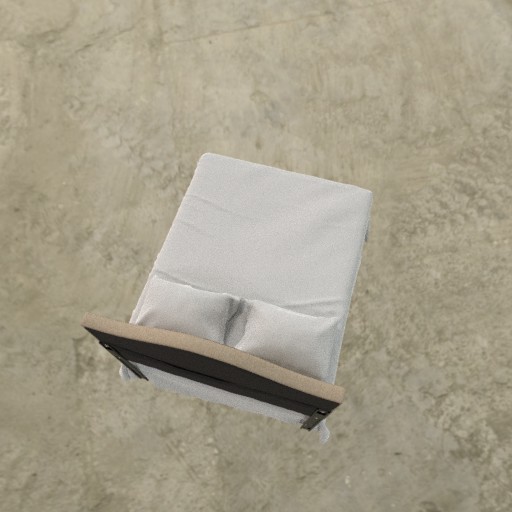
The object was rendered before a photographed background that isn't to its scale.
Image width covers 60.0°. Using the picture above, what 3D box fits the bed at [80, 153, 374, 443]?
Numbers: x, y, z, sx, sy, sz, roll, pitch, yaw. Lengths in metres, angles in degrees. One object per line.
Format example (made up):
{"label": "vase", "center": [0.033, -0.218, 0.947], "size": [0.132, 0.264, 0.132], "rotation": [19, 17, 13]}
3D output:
{"label": "bed", "center": [0.000, 0.000, 3.511], "size": [1.876, 1.645, 2.221], "rotation": [15, 64, 7]}
